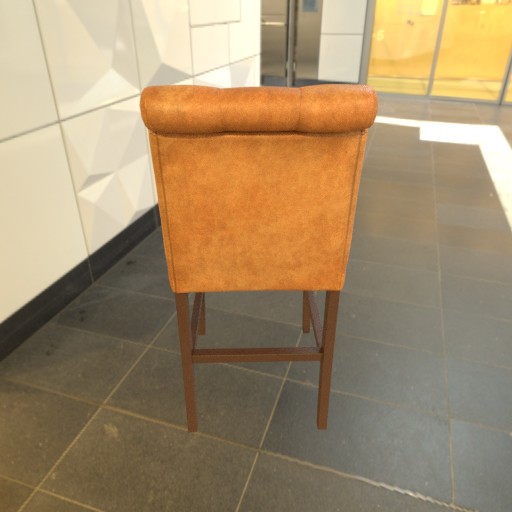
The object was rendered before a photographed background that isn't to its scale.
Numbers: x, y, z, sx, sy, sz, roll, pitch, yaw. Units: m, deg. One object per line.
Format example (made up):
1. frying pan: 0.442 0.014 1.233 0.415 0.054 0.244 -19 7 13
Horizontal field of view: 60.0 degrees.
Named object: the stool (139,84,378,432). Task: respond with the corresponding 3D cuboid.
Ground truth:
1. stool: 0.000 0.000 1.332 0.493 1.047 0.601 -1 30 -1
